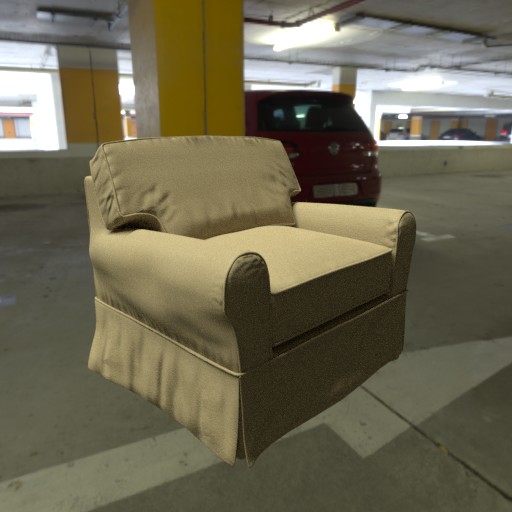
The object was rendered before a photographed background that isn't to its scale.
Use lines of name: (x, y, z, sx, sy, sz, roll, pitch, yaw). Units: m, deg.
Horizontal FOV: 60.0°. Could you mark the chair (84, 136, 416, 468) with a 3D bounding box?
chair: (0.000, 0.000, 1.793, 0.903, 0.937, 1.096, 15, 21, 43)
